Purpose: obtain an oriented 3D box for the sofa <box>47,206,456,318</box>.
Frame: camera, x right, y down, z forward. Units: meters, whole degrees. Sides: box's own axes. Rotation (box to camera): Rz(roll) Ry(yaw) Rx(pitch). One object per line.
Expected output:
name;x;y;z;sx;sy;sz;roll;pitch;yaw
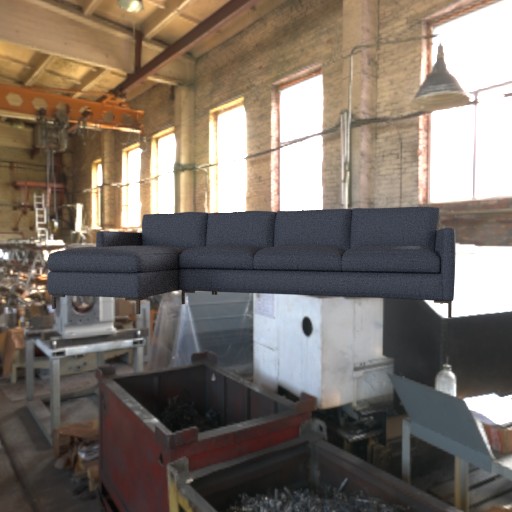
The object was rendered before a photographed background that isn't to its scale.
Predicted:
sofa;0.000;0.000;2.939;2.445;0.673;1.125;1;2;18
